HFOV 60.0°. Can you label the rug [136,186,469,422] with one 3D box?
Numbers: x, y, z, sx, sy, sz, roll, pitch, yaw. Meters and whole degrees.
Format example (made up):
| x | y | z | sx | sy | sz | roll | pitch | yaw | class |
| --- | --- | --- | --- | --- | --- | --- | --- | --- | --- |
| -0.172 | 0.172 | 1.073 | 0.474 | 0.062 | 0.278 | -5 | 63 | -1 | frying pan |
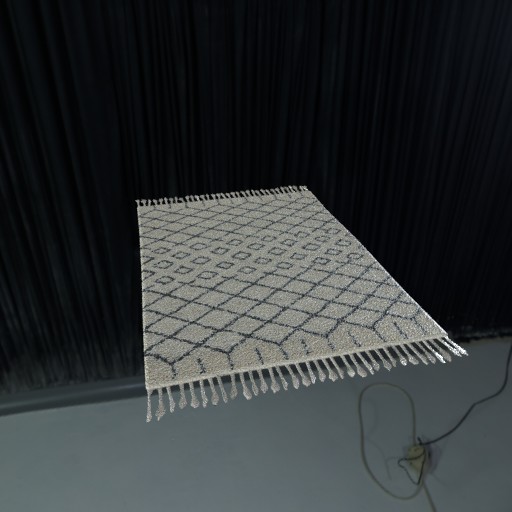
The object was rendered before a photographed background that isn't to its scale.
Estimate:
| x | y | z | sx | sy | sz | roll | pitch | yaw | class |
| --- | --- | --- | --- | --- | --- | --- | --- | --- | --- |
| 0.000 | 0.000 | 3.219 | 1.664 | 0.029 | 2.615 | -7 | 31 | -12 | rug |
